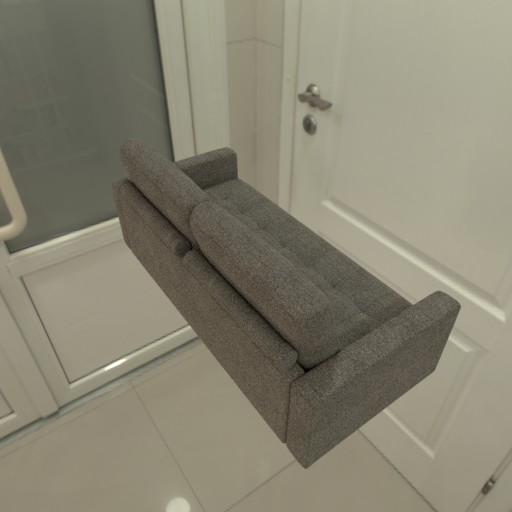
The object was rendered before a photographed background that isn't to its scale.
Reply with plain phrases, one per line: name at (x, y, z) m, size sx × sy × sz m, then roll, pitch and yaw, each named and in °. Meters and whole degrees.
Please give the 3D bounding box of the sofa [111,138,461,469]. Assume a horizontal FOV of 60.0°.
sofa at (0.000, 0.000, 2.325) m, size 0.863 × 0.902 × 1.821 m, roll -24°, pitch 45°, yaw -27°
